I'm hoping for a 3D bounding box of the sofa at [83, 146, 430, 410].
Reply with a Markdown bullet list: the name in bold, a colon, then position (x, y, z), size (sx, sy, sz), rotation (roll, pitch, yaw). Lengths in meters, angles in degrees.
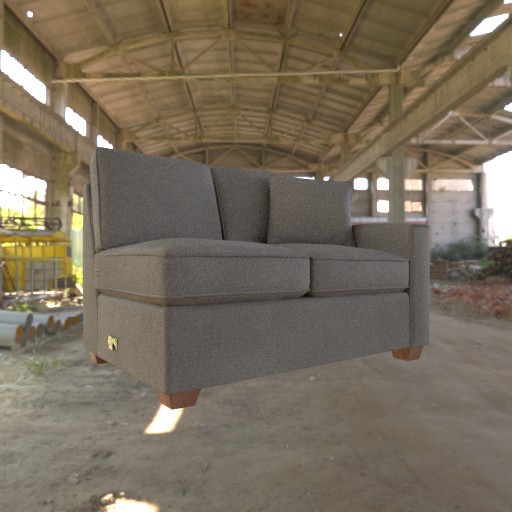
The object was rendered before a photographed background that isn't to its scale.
- **sofa**: position (0.000, 0.000, 2.105), size (1.388, 0.989, 0.991), rotation (1, -1, -35)
